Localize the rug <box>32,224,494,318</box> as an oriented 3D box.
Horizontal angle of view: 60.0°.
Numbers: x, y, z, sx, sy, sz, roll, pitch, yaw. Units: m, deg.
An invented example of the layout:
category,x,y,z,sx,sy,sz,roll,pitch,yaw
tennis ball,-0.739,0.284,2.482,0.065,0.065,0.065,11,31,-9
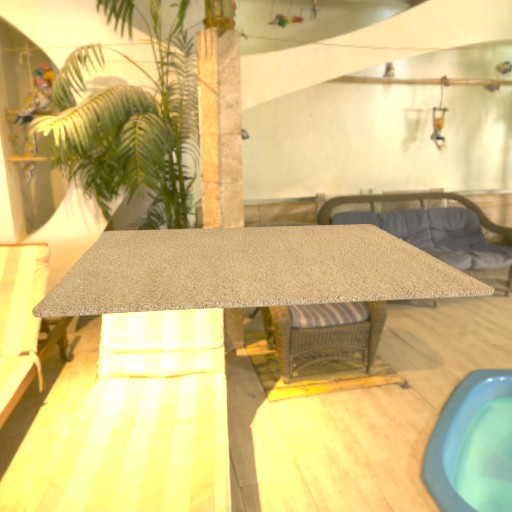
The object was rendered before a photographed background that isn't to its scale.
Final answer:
category,x,y,z,sx,sy,sz,roll,pitch,yaw
rug,0.000,0.000,2.077,1.600,0.025,1.199,-2,16,-7
